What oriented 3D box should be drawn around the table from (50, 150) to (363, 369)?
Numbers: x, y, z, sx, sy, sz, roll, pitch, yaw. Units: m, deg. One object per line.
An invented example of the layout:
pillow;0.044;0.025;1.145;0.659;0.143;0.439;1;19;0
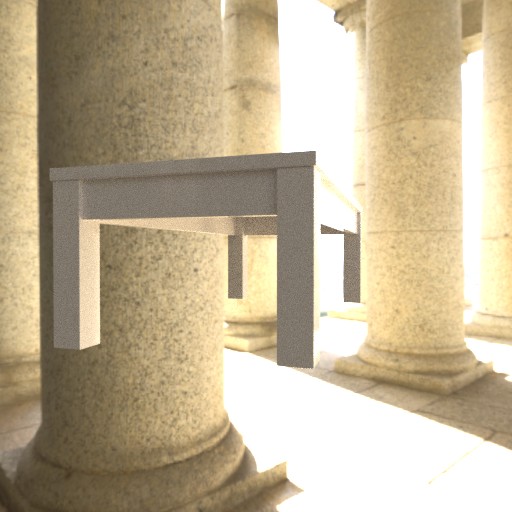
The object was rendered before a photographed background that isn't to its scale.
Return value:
table;0.000;0.000;1.695;0.700;0.470;1.350;0;1;18
